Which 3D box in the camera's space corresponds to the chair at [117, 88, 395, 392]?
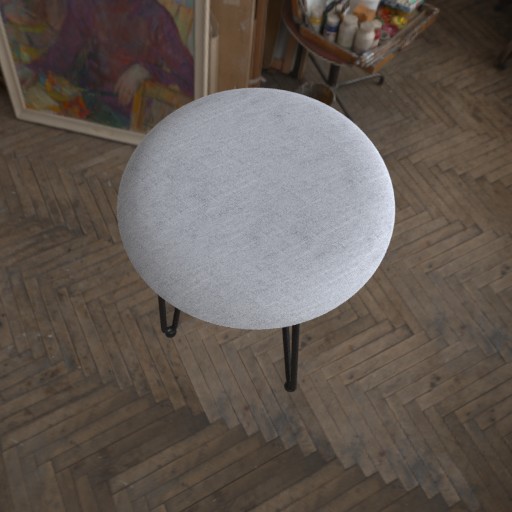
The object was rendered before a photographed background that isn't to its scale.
[{"bbox_3d":[0.000,0.000,0.641,0.350,0.386,0.350,-19,66,-9],"label":"chair"}]
